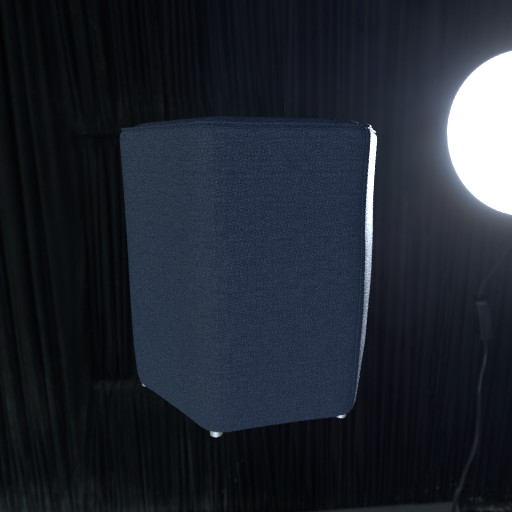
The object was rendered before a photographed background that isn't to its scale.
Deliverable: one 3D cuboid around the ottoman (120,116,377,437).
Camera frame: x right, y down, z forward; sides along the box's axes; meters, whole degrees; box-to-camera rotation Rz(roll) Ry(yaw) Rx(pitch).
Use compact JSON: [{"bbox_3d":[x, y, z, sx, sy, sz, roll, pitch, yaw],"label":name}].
[{"bbox_3d":[0.000,0.000,0.886,0.492,0.505,0.454,-2,13,-9],"label":"ottoman"}]
